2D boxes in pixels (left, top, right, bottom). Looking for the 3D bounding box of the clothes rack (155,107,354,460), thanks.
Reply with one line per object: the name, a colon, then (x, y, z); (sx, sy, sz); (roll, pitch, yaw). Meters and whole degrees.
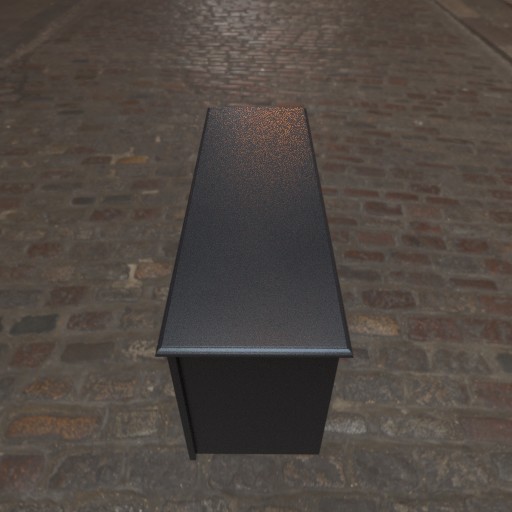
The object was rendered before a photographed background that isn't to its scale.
clothes rack: (0.000, 0.000, 1.537); (0.406, 0.556, 1.219); (0, 41, 0)
